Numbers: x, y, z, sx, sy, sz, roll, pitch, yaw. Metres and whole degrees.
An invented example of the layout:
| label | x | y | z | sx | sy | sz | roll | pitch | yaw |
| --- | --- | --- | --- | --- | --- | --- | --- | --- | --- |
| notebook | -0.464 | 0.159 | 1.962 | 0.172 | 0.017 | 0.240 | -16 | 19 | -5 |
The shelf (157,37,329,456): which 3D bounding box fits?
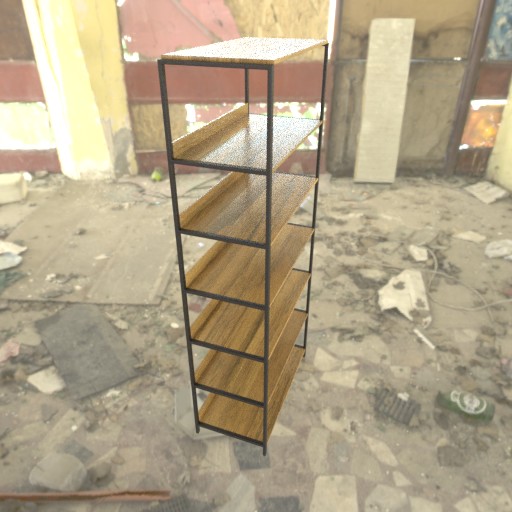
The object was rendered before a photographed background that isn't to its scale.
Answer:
| label | x | y | z | sx | sy | sz | roll | pitch | yaw |
| --- | --- | --- | --- | --- | --- | --- | --- | --- | --- |
| shelf | 0.000 | 0.000 | 2.346 | 0.431 | 2.015 | 0.847 | 11 | 32 | 18 |
